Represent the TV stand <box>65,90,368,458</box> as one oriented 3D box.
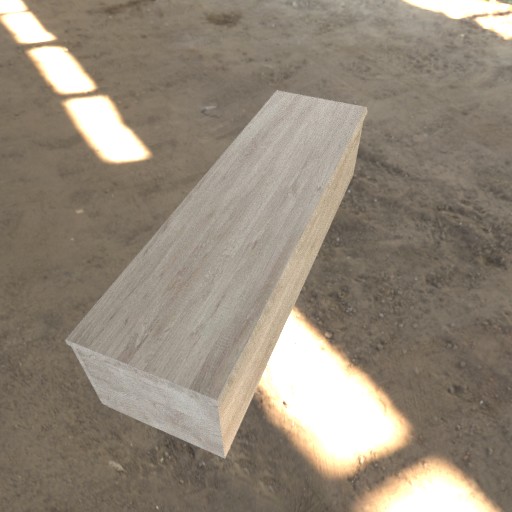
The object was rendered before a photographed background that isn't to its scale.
[{"bbox_3d":[0.000,0.000,1.556,0.401,0.565,1.313,17,48,16],"label":"TV stand"}]
